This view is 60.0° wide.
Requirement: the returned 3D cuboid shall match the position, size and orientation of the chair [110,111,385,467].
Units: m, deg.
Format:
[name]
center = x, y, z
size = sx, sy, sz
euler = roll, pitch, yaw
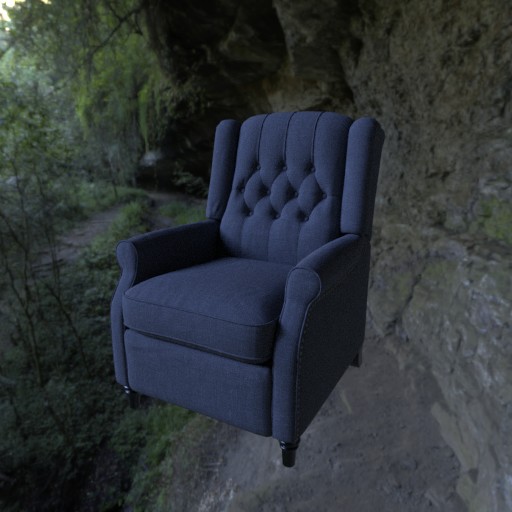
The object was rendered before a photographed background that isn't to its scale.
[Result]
[chair]
center = 0.000, 0.000, 1.620
size = 0.742, 1.035, 0.898
euler = 8, 17, 27
